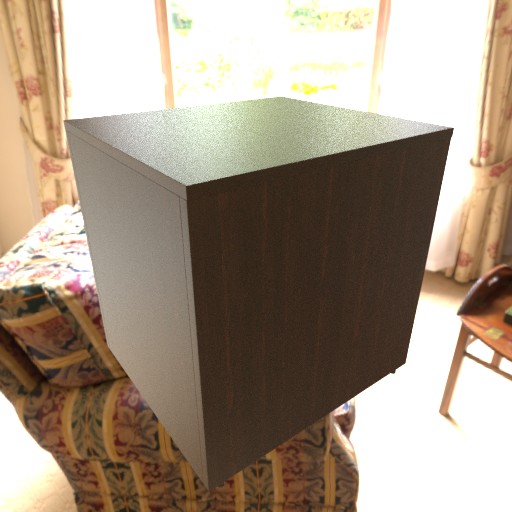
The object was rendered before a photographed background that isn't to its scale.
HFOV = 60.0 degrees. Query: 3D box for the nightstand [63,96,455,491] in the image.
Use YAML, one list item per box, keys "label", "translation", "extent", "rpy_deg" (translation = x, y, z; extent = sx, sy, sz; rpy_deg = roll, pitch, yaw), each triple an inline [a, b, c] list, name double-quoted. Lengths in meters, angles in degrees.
- label: "nightstand"
  translation: [0.000, 0.000, 0.786]
  extent: [0.461, 0.460, 0.400]
  rpy_deg: [-19, 33, -32]
